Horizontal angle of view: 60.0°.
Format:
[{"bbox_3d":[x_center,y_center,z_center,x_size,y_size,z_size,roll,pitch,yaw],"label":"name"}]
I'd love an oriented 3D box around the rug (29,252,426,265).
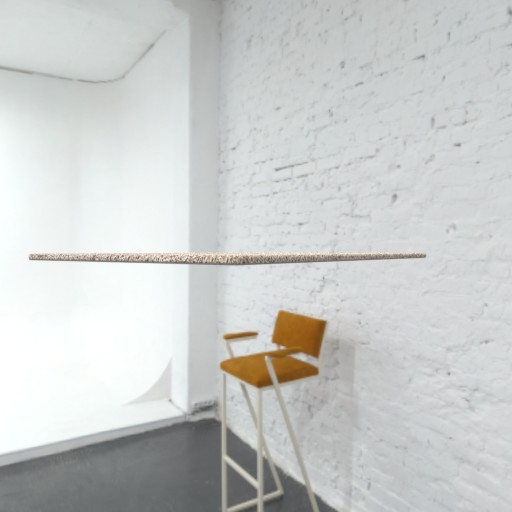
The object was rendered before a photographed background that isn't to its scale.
[{"bbox_3d":[0.000,0.000,2.318,1.219,0.030,1.778,0,1,37],"label":"rug"}]
